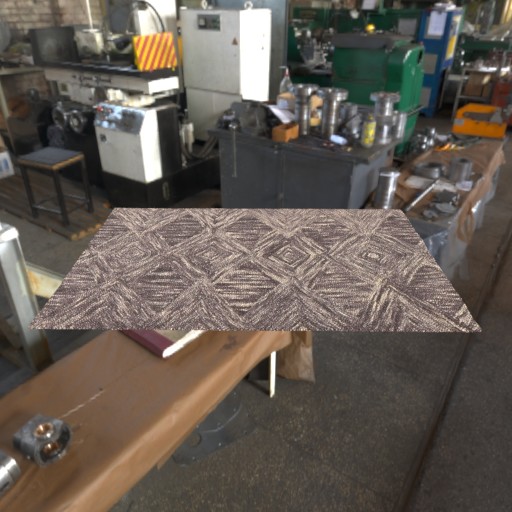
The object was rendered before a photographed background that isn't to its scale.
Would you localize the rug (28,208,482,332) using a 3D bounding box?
[{"bbox_3d":[0.000,0.000,2.279,1.814,0.012,1.186,0,30,1],"label":"rug"}]
